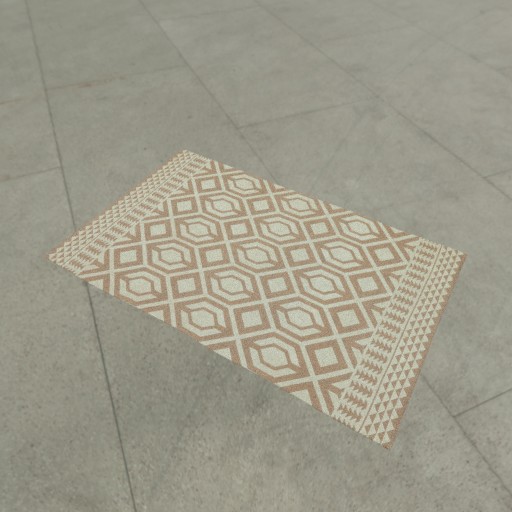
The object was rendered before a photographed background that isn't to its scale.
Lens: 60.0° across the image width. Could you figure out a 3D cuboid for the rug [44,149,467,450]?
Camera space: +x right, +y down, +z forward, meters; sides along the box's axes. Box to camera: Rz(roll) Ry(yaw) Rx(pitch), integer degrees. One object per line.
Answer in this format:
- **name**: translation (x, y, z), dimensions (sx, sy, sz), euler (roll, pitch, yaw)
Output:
- **rug**: translation (0.000, 0.000, 2.999), dimensions (2.435, 0.011, 1.526), euler (24, 51, 21)
